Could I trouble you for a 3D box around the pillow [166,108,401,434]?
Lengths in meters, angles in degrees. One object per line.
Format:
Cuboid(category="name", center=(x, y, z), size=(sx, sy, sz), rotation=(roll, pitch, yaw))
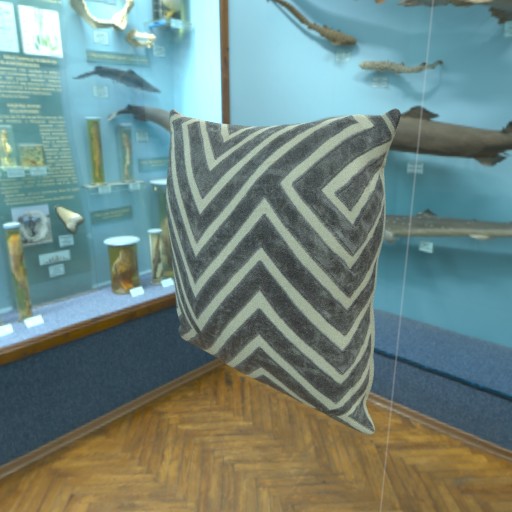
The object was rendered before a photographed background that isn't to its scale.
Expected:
Cuboid(category="pillow", center=(0.000, 0.000, 0.689), size=(0.440, 0.441, 0.182), rotation=(16, 23, 42))
